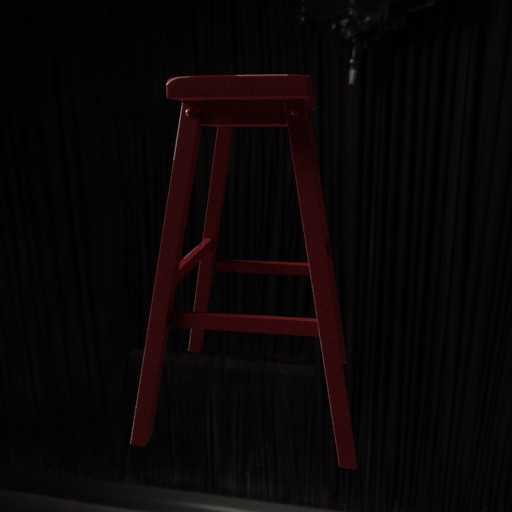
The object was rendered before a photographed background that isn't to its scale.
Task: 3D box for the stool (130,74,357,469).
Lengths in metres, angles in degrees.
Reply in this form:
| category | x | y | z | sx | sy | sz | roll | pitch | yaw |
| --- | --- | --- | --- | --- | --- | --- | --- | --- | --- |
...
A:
| category | x | y | z | sx | sy | sz | roll | pitch | yaw |
| --- | --- | --- | --- | --- | --- | --- | --- | --- | --- |
| stool | 0.000 | 0.000 | 1.034 | 0.476 | 0.737 | 0.457 | 2 | 16 | 8 |
